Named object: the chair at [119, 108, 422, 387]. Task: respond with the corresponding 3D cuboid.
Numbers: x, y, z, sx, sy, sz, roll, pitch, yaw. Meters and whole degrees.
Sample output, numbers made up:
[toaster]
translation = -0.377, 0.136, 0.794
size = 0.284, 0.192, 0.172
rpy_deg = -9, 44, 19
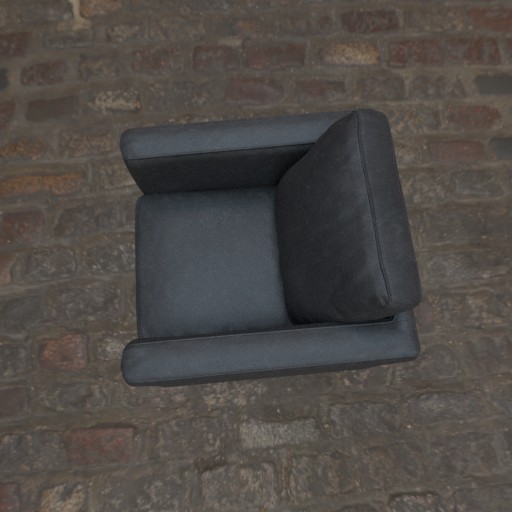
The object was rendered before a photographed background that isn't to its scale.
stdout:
[chair]
translation = 0.000, 0.000, 1.567
size = 0.879, 0.898, 0.831
rpy_deg = -5, 74, -1
